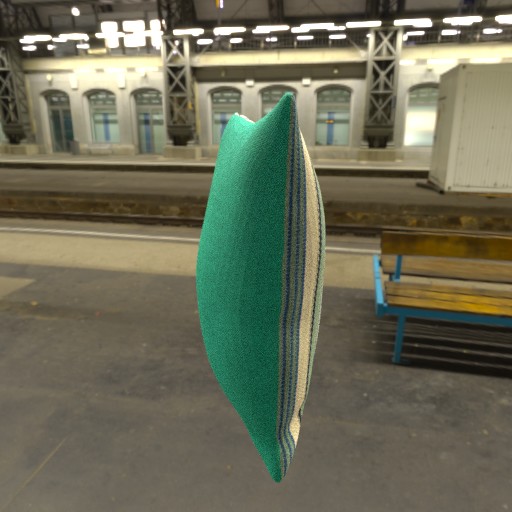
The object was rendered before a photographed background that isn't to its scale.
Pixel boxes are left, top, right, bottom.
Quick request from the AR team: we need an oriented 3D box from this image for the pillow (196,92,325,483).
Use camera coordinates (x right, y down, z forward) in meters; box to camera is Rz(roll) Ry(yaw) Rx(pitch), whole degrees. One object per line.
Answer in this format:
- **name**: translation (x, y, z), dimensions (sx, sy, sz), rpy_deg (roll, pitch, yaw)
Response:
- **pillow**: translation (0.000, 0.000, 0.674), dimensions (0.182, 0.441, 0.440), rpy_deg (-3, 17, -9)
